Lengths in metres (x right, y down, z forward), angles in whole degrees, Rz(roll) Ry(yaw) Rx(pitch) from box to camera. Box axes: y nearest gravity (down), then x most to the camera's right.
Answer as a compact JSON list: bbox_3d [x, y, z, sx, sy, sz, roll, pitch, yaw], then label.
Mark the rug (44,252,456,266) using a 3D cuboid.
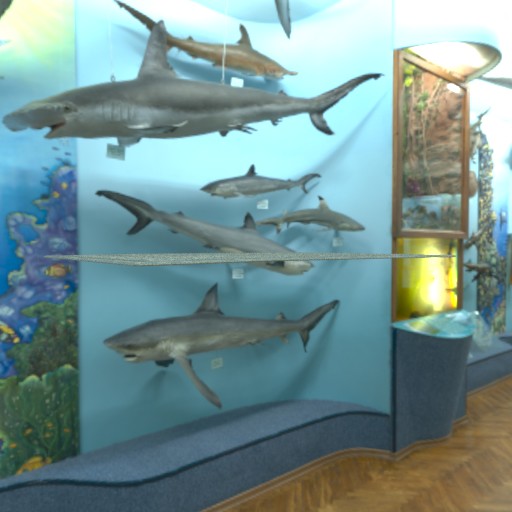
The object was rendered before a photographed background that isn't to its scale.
[{"bbox_3d":[0.000,0.000,2.352,1.830,0.016,1.224,-1,2,-37],"label":"rug"}]
